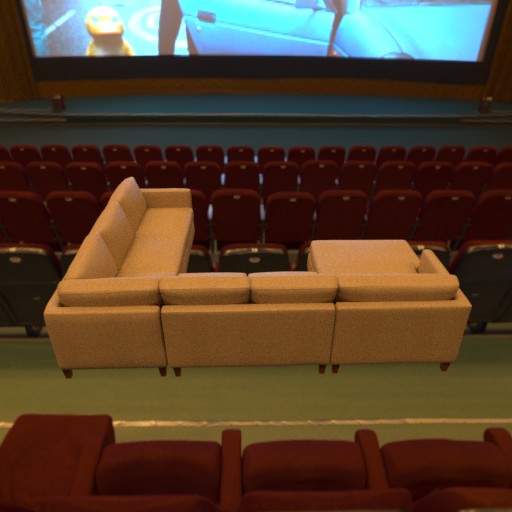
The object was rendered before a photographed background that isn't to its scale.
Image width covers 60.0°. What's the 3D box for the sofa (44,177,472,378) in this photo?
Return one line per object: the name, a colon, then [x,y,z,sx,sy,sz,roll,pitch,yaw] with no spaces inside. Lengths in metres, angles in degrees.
sofa: [0.000,0.000,4.730,3.460,0.961,2.594,-1,31,-1]
